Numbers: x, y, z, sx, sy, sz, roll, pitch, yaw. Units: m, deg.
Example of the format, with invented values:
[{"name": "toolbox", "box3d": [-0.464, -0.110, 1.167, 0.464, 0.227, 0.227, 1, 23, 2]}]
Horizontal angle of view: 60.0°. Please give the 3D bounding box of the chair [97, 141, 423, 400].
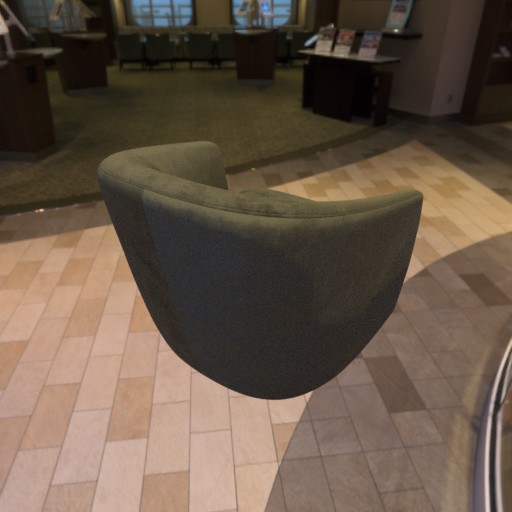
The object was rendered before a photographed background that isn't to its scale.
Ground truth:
[{"name": "chair", "box3d": [0.000, 0.000, 1.328, 0.773, 0.698, 0.767, 21, 36, 32]}]
